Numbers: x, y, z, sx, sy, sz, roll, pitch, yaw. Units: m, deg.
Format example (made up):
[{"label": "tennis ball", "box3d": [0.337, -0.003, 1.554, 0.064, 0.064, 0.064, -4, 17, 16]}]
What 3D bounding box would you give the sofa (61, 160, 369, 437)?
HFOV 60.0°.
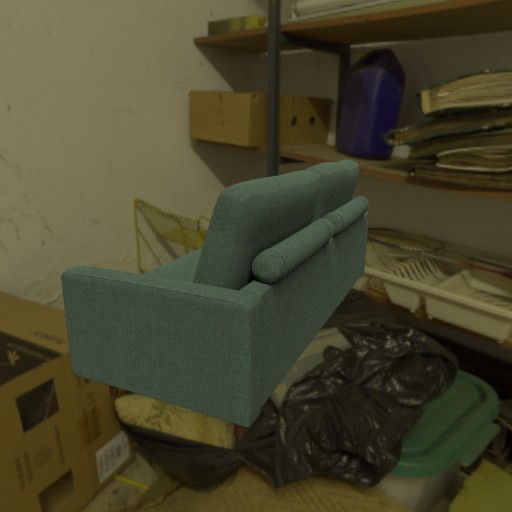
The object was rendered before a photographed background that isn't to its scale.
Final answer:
[{"label": "sofa", "box3d": [0.000, 0.000, 2.593, 0.966, 1.050, 2.010, 7, 17, 24]}]
